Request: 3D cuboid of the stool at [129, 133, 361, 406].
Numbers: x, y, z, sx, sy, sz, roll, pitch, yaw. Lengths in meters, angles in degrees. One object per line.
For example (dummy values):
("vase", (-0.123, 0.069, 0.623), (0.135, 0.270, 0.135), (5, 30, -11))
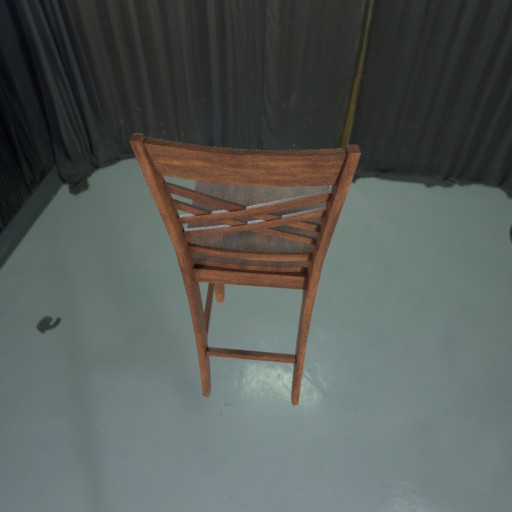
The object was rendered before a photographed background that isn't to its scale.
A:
("stool", (0.000, 0.000, 1.368), (0.426, 1.098, 0.504), (4, 47, 4))
